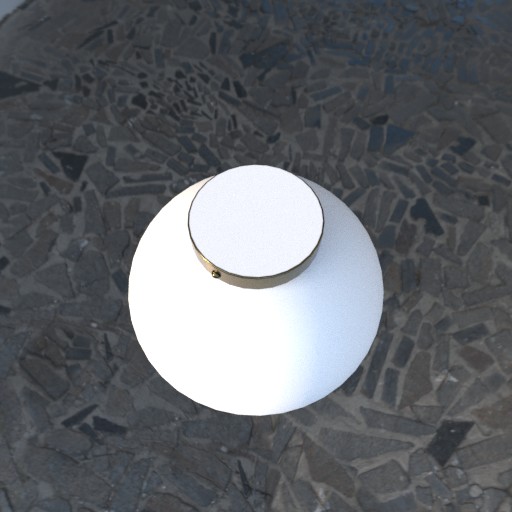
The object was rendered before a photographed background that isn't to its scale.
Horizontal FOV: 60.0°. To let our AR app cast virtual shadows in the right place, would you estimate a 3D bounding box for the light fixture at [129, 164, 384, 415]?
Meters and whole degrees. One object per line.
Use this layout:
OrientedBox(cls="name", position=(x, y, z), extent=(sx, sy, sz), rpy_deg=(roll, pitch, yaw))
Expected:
OrientedBox(cls="light fixture", position=(0.000, 0.000, 0.557), extent=(0.355, 0.177, 0.355), rpy_deg=(0, 61, 0))
